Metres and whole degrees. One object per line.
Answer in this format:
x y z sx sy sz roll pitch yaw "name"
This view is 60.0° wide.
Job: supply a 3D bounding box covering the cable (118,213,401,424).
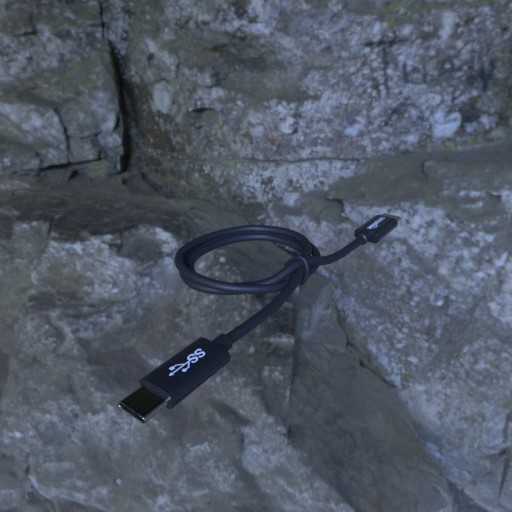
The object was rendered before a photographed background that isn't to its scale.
0.000 0.000 0.201 0.070 0.014 0.186 18 31 32 "cable"
